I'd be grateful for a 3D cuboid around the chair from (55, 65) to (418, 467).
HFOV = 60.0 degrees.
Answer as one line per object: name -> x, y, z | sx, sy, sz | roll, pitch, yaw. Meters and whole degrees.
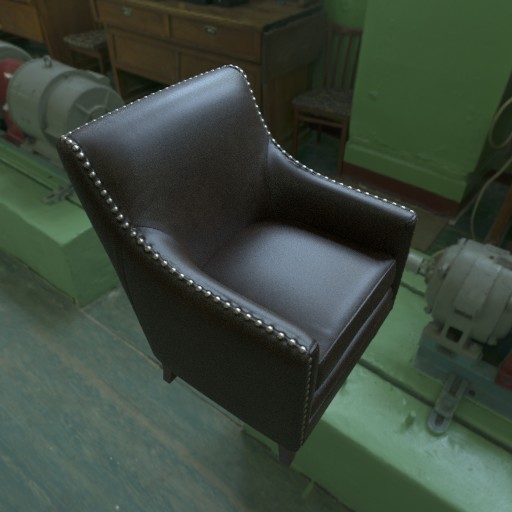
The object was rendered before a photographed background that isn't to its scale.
chair -> 0.000, 0.000, 1.277 | 0.704, 0.813, 0.639 | 26, 47, 26
